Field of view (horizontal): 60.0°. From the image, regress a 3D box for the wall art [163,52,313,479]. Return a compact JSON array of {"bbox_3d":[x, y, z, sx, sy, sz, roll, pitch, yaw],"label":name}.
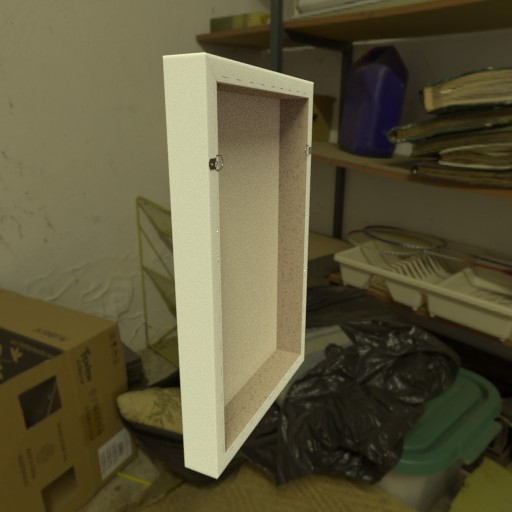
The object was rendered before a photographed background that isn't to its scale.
[{"bbox_3d":[0.000,0.000,0.494,0.039,0.381,0.252,8,18,24],"label":"wall art"}]
